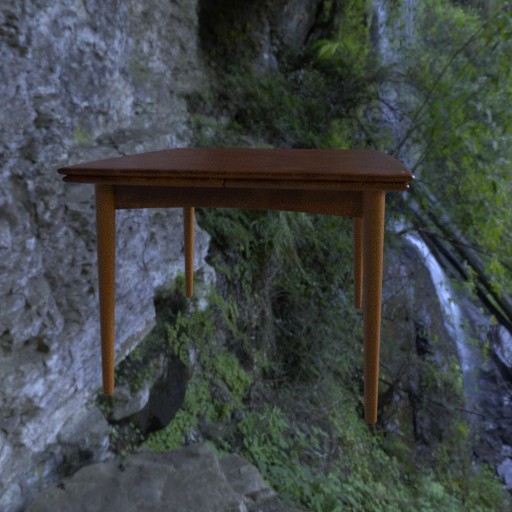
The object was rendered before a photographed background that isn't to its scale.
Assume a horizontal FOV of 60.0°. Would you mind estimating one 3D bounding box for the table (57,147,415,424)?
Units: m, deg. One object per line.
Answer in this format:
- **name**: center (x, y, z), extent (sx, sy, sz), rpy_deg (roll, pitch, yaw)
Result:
- **table**: center (0.000, 0.000, 1.713), extent (0.991, 0.754, 0.991), rpy_deg (3, 17, 9)
